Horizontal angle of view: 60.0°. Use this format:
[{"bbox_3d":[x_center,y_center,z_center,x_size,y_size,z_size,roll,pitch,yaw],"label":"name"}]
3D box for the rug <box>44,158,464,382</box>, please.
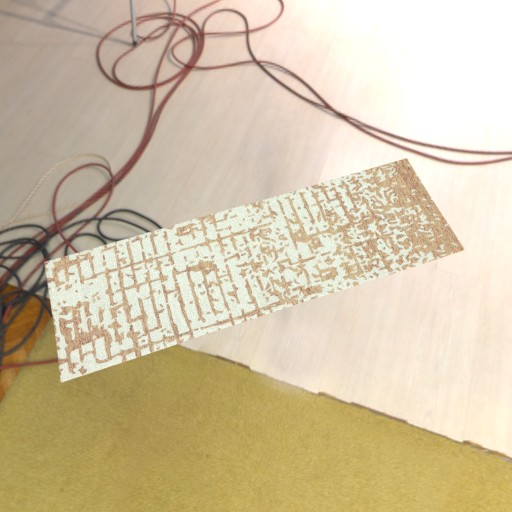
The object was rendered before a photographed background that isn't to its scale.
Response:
[{"bbox_3d":[0.000,0.000,2.682,2.435,0.011,0.750,-17,64,-9],"label":"rug"}]
